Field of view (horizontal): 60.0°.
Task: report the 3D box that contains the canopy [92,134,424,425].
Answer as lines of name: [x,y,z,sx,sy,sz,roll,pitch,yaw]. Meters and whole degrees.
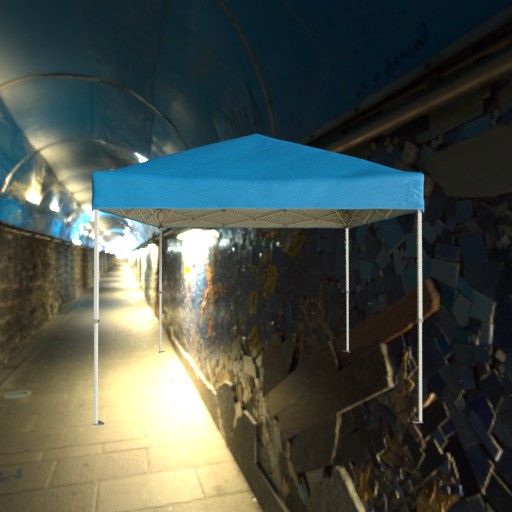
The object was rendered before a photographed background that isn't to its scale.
canopy: [0.000,0.000,5.446,2.996,2.997,2.998,0,0,-1]
